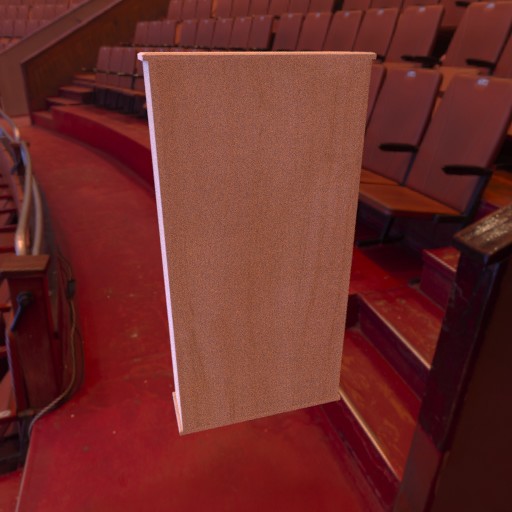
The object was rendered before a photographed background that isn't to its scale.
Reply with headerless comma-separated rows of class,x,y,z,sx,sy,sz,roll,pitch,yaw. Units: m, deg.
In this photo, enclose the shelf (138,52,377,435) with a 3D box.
shelf,0.000,0.000,1.234,0.520,1.030,0.175,-7,26,-15
